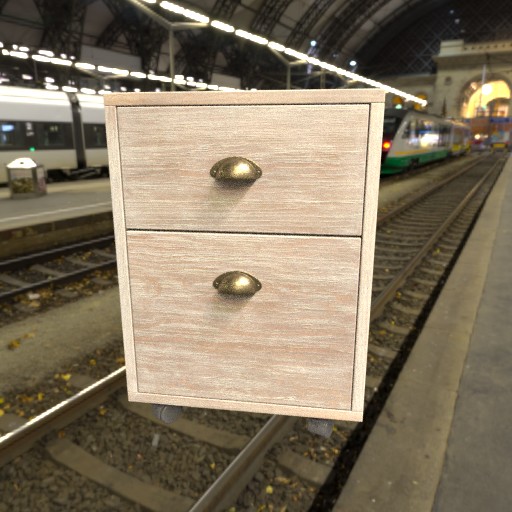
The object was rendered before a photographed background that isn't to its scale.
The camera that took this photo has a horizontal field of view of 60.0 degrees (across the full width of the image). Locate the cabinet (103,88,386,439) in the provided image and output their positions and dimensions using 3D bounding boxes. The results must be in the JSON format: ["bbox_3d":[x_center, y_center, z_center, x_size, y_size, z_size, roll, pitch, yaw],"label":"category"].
[{"bbox_3d":[0.000,0.000,0.875,0.409,0.579,0.401,2,15,8],"label":"cabinet"}]
